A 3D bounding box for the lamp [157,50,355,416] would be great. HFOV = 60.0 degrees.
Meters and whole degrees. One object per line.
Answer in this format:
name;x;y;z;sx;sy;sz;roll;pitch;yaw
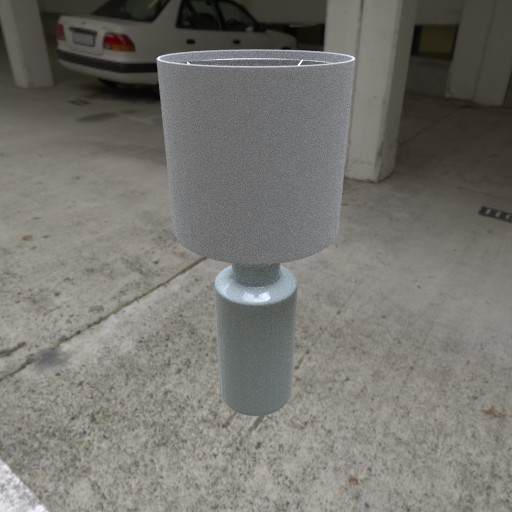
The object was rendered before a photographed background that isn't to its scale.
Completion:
lamp;0.000;0.000;0.599;0.212;0.493;0.212;19;34;30
